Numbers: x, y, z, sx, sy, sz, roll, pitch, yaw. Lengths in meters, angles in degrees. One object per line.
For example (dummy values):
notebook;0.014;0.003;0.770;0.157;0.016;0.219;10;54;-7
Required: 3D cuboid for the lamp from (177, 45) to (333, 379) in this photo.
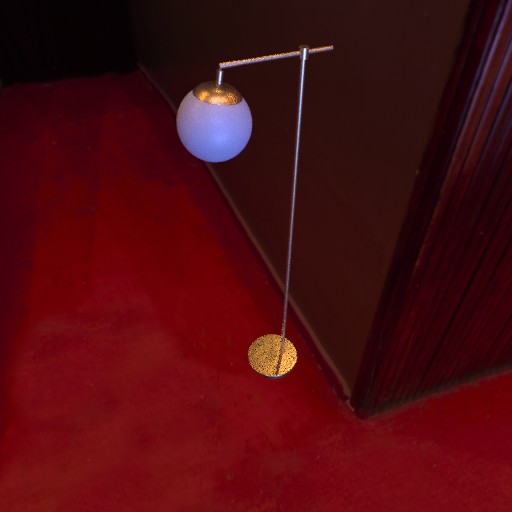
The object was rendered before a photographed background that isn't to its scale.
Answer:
lamp;0.000;0.000;1.713;0.476;1.505;0.249;-17;46;-17
